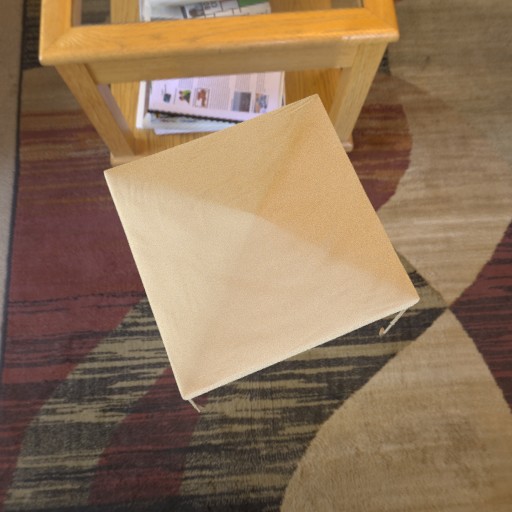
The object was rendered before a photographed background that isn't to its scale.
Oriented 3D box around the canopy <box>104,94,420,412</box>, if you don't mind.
[{"bbox_3d":[0.000,0.000,6.509,3.600,3.600,3.599,-21,77,-5],"label":"canopy"}]
